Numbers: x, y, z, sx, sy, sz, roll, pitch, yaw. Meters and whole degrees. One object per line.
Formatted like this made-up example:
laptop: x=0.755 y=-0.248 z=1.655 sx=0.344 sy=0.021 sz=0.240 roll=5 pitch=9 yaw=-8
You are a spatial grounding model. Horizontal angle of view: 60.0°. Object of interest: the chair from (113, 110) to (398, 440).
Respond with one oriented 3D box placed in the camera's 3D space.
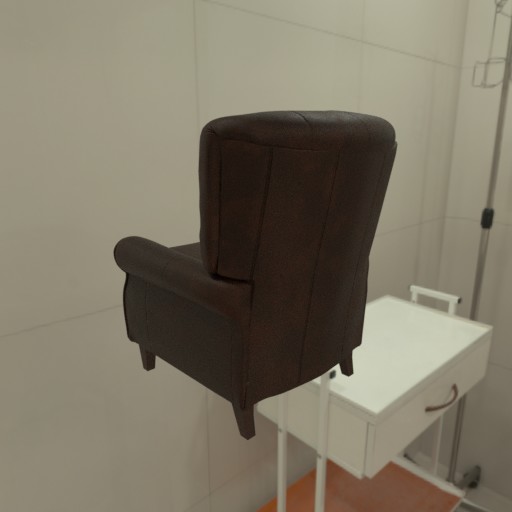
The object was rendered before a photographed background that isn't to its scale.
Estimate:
chair: x=0.000 y=0.000 z=1.909 sx=0.948 sy=1.158 sz=1.058 roll=-14 pitch=20 yaw=-42
